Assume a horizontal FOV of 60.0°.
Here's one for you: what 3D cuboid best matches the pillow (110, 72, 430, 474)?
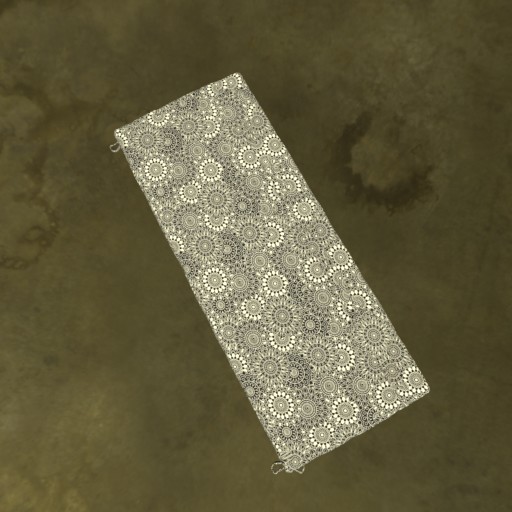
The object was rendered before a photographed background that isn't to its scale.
[{"bbox_3d":[0.000,0.000,1.334,0.492,0.081,1.187,-28,78,-6],"label":"pillow"}]
